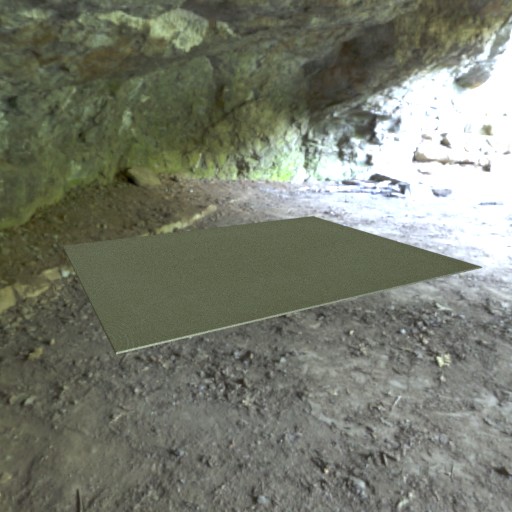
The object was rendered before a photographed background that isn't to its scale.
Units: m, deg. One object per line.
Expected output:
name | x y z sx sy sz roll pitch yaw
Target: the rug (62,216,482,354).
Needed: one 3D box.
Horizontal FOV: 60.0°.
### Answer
rug | 0.000 0.000 3.461 2.584 0.011 2.073 -9 19 -28
